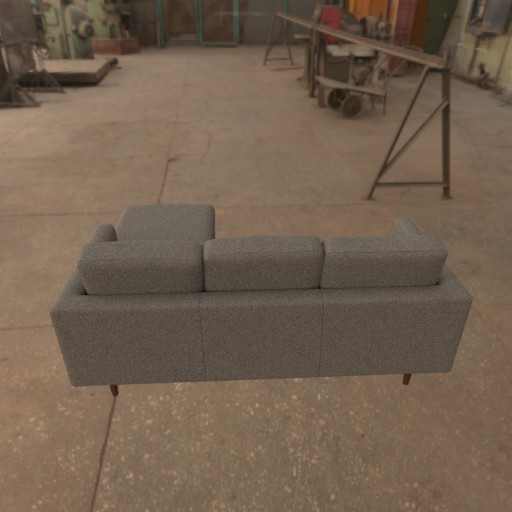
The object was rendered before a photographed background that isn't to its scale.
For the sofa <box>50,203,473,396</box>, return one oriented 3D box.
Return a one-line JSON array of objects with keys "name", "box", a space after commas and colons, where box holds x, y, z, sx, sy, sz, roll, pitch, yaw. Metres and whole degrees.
[{"name": "sofa", "box": [0.000, 0.000, 2.948, 2.055, 0.957, 1.667, -1, 31, -2]}]
